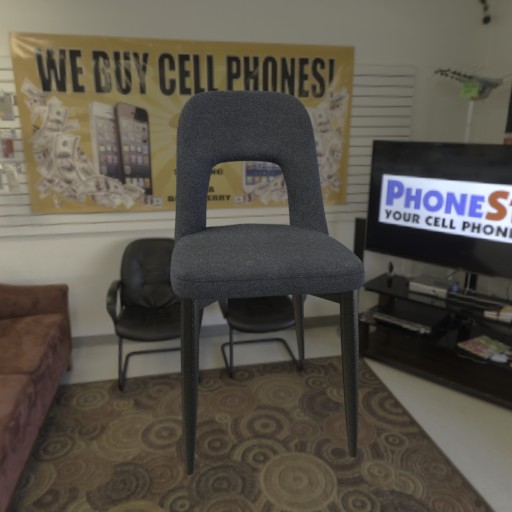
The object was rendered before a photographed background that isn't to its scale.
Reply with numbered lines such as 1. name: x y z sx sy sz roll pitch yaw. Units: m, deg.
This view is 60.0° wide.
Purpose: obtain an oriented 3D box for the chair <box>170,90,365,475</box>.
1. chair: 0.000 0.000 1.265 0.470 0.931 0.612 -2 16 -8
